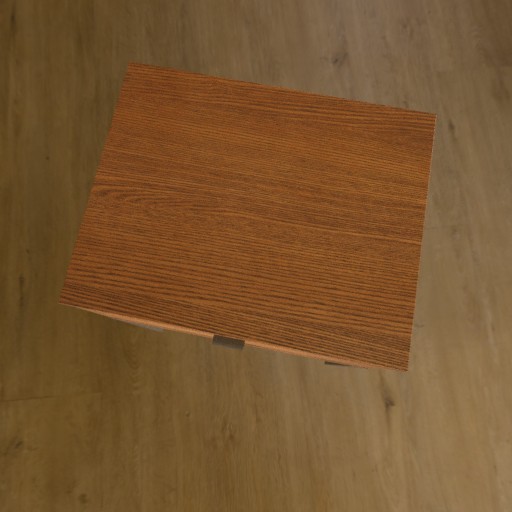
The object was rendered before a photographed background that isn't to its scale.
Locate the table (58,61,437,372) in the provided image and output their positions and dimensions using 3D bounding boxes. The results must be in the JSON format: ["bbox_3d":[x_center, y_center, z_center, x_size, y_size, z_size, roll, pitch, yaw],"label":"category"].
[{"bbox_3d":[0.000,0.000,0.936,0.482,0.610,0.400,11,77,2],"label":"table"}]
